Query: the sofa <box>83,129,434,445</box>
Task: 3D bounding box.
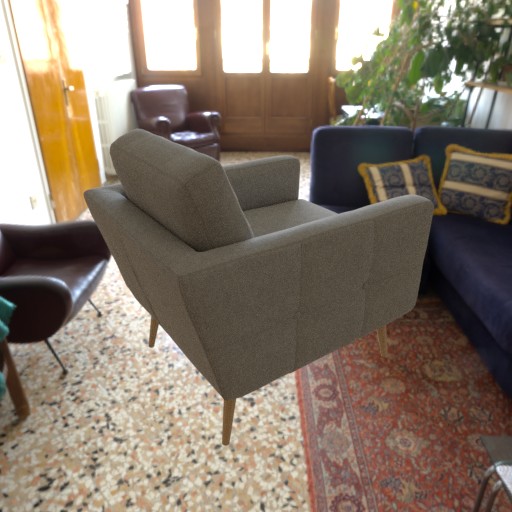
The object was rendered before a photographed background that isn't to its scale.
[{"bbox_3d":[0.000,0.000,1.540,0.920,0.860,0.770,-17,31,-31],"label":"sofa"}]
